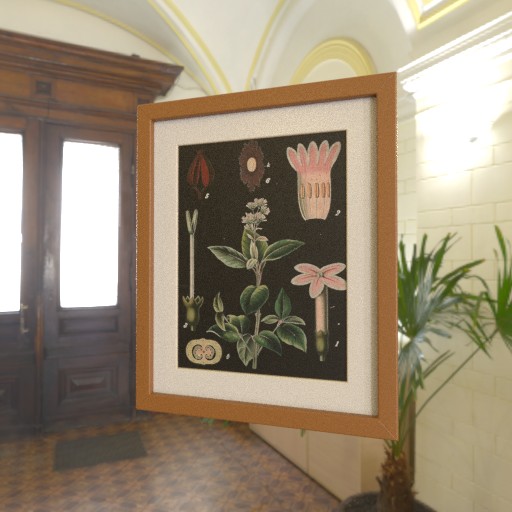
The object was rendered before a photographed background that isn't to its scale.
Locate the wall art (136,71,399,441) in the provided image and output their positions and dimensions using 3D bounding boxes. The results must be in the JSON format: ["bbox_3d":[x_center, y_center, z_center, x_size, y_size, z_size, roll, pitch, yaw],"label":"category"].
[{"bbox_3d":[0.000,0.000,0.509,0.310,0.379,0.015,0,-1,18],"label":"wall art"}]
